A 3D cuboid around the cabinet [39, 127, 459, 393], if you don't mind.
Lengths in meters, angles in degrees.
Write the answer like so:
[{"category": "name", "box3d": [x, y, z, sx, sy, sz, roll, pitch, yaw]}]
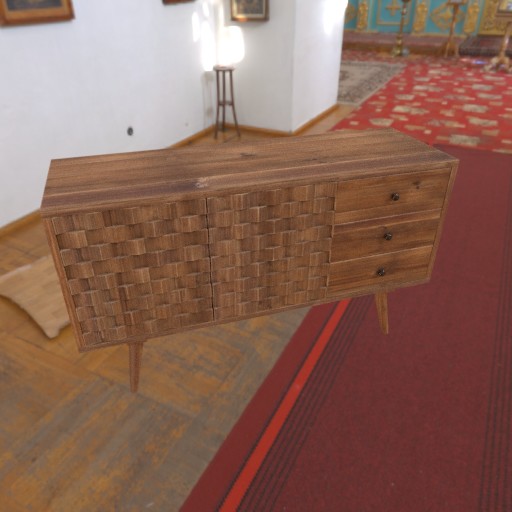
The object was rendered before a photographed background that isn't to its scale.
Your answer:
[{"category": "cabinet", "box3d": [0.000, 0.000, 1.793, 1.400, 0.800, 0.472, -9, 33, -15]}]
